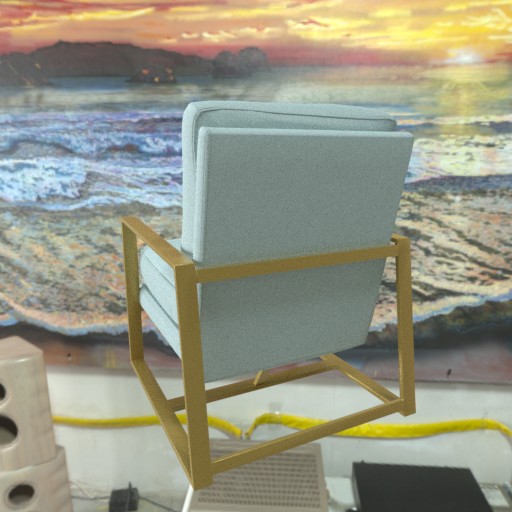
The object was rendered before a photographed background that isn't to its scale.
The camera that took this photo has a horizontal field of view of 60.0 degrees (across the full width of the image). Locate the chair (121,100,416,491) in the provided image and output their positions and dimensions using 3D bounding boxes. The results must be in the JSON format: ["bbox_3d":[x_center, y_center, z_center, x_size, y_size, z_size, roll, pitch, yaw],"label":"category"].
[{"bbox_3d":[0.000,0.000,1.514,0.758,0.956,0.813,-7,15,-26],"label":"chair"}]
